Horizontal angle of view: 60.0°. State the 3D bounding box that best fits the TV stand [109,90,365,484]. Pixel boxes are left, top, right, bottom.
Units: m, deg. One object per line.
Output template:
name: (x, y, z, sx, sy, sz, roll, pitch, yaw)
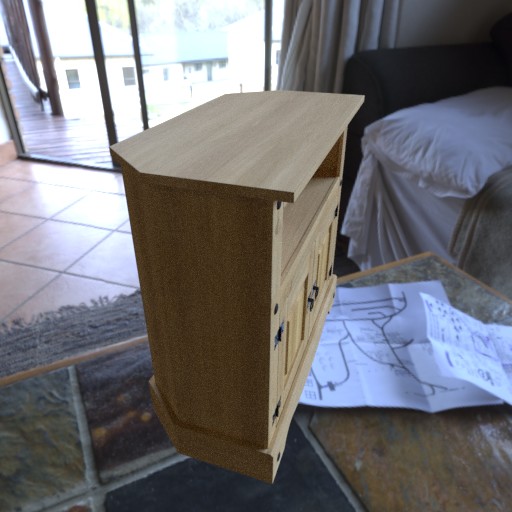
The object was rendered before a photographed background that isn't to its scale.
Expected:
TV stand: (0.000, 0.000, 1.302, 0.425, 0.781, 0.851, 10, 32, 17)
